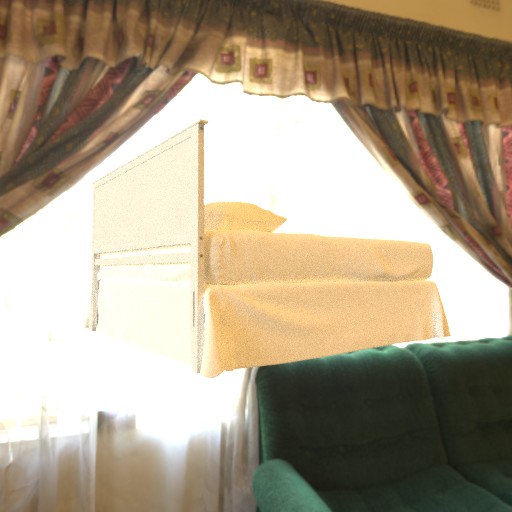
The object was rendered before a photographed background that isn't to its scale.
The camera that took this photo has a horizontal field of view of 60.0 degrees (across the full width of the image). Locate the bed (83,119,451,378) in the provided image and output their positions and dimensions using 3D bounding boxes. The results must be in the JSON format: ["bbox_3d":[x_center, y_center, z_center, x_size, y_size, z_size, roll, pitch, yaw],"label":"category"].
[{"bbox_3d":[0.000,0.000,3.642,2.215,1.273,2.317,1,-2,-35],"label":"bed"}]
